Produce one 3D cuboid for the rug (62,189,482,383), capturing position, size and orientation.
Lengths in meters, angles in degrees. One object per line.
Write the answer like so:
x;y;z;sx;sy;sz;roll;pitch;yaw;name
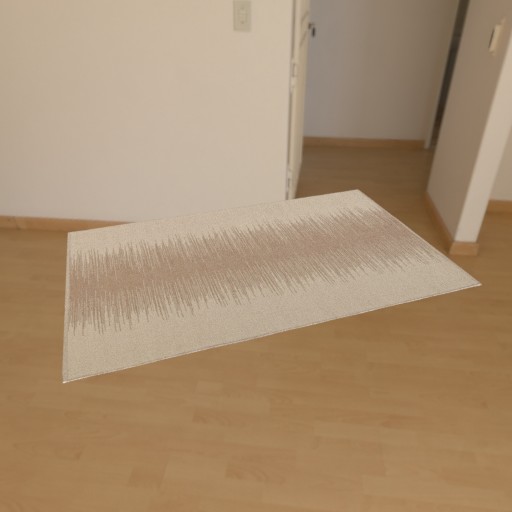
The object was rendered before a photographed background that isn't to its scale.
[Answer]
0.000;0.000;3.018;2.440;0.012;1.522;-10;34;-16;rug
